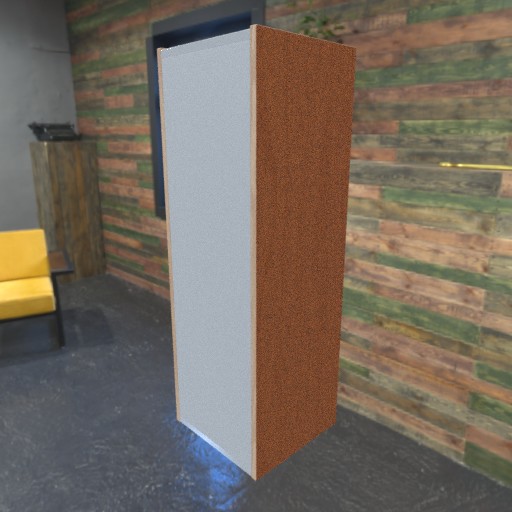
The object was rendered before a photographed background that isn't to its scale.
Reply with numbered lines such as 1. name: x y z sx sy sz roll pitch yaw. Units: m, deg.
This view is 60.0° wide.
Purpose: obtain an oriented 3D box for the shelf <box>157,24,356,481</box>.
1. shelf: 0.000 0.000 1.045 0.290 0.900 0.300 -14 21 -42
